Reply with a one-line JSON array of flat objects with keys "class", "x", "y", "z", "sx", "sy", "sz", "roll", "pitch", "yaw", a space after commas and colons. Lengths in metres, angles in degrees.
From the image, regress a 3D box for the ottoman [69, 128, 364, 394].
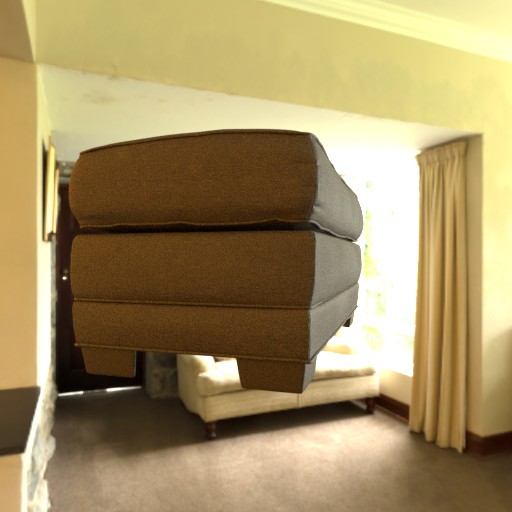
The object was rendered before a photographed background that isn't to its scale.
[{"class": "ottoman", "x": 0.000, "y": 0.000, "z": 1.157, "sx": 0.490, "sy": 0.448, "sz": 0.864, "roll": 0, "pitch": 0, "yaw": 18}]
